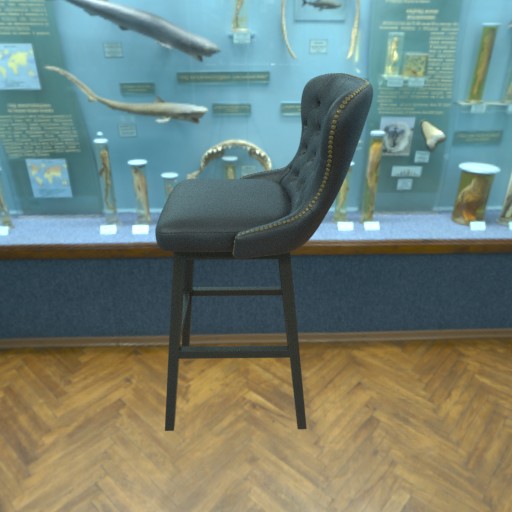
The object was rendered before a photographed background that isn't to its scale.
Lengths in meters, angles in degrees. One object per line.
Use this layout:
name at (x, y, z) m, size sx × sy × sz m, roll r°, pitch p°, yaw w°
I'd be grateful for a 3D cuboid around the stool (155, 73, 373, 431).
stool at (0.000, 0.000, 1.404) m, size 0.601 × 1.050 × 0.528 m, roll 0°, pitch 27°, yaw -1°
